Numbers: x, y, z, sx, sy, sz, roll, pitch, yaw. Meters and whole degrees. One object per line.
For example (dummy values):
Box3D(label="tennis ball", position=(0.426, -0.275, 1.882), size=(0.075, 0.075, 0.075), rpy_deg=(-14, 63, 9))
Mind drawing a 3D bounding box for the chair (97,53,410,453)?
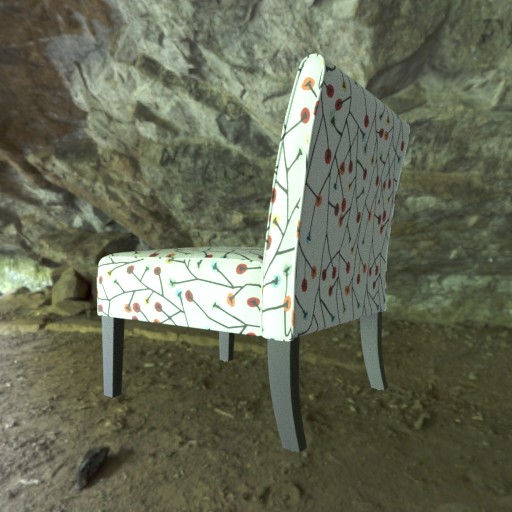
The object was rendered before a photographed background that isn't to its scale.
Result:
Box3D(label="chair", position=(0.000, 0.000, 1.309), size=(0.732, 0.813, 0.597), rpy_deg=(0, 1, 35))
